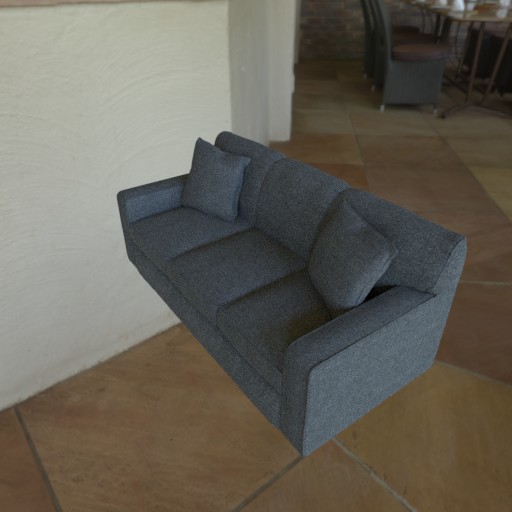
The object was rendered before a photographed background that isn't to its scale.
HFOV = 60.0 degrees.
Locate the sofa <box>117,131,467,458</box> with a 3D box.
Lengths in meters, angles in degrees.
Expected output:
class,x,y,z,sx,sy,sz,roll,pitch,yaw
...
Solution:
class,x,y,z,sx,sy,sz,roll,pitch,yaw
sofa,0.000,0.000,2.670,0.997,0.958,2.024,-21,38,-30
